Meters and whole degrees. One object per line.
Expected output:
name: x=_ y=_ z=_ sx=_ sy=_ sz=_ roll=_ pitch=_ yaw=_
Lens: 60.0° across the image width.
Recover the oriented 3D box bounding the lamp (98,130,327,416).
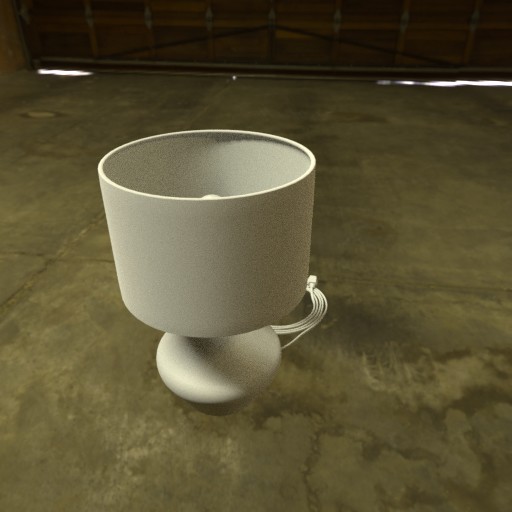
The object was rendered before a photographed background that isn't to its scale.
lamp: x=0.000 y=0.000 z=0.844 sx=0.546 sy=0.457 sz=0.401 roll=-21 pitch=36 yaw=-31
